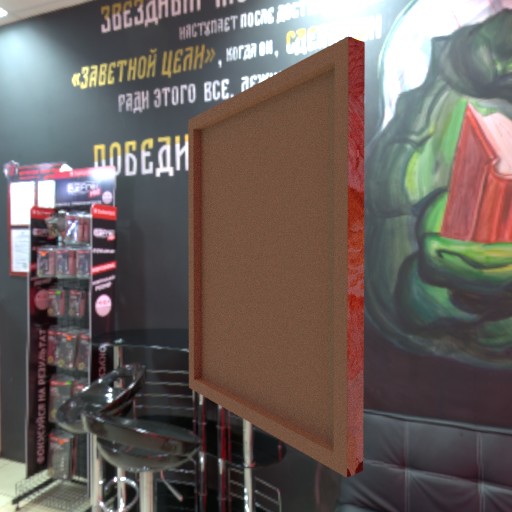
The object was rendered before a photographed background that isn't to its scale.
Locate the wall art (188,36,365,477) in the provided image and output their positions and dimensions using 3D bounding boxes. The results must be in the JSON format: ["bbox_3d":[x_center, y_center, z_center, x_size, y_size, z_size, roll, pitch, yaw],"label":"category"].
[{"bbox_3d":[0.000,0.000,0.682,0.028,0.508,0.406,-1,1,-35],"label":"wall art"}]
